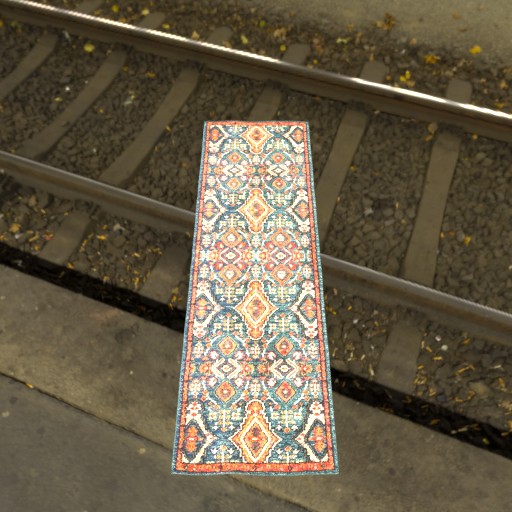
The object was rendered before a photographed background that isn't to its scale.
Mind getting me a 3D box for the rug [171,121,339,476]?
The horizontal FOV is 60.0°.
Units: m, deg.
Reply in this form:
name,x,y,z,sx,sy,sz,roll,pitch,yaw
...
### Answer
name,x,y,z,sx,sy,sz,roll,pitch,yaw
rug,0.000,0.000,2.755,0.801,0.010,2.459,0,58,0
